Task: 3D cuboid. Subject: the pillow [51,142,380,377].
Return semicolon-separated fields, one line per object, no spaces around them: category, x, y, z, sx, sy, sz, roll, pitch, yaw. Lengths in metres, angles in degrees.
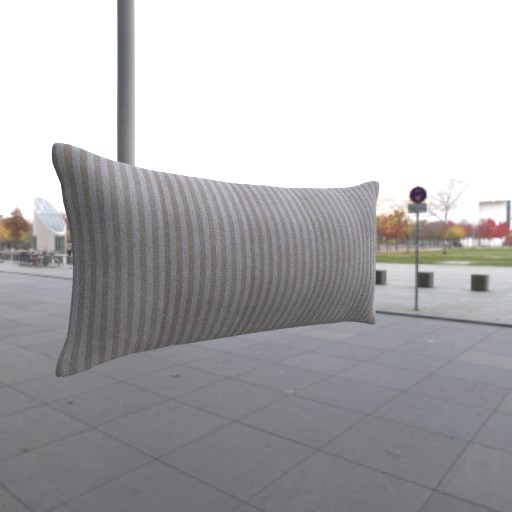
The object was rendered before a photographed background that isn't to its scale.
pillow;0.000;0.000;0.728;0.617;0.295;0.151;-1;2;-36
